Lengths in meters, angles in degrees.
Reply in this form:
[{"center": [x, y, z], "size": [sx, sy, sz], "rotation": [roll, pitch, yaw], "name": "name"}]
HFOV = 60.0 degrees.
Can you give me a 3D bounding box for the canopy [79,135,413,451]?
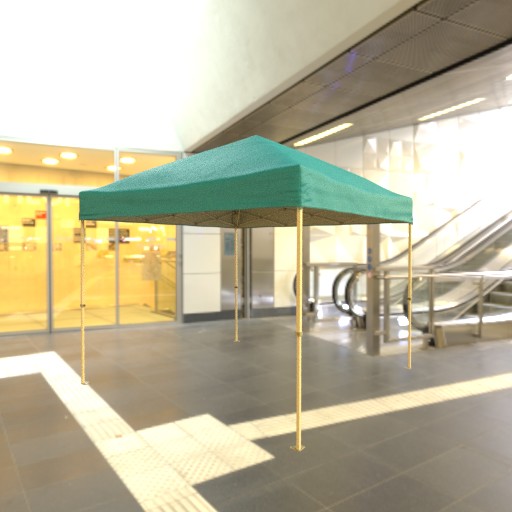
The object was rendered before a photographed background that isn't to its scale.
[{"center": [0.000, 0.000, 5.526], "size": [2.998, 2.997, 2.996], "rotation": [1, 1, 36], "name": "canopy"}]
